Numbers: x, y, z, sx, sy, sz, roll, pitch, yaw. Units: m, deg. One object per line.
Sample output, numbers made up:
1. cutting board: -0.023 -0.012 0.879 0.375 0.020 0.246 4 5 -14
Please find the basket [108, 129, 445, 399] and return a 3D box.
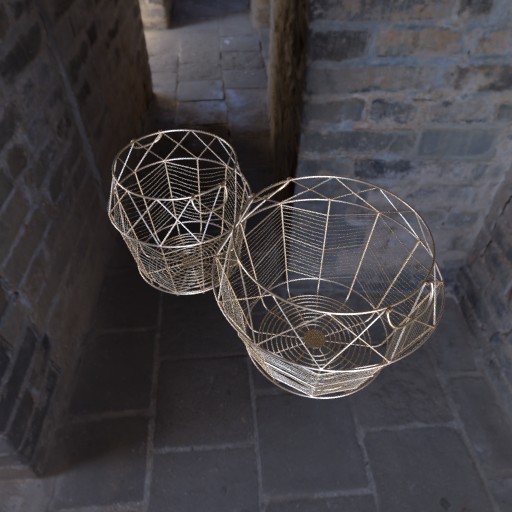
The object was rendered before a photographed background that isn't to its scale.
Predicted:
1. basket: 0.000 0.000 1.006 0.805 0.343 0.451 30 53 26
